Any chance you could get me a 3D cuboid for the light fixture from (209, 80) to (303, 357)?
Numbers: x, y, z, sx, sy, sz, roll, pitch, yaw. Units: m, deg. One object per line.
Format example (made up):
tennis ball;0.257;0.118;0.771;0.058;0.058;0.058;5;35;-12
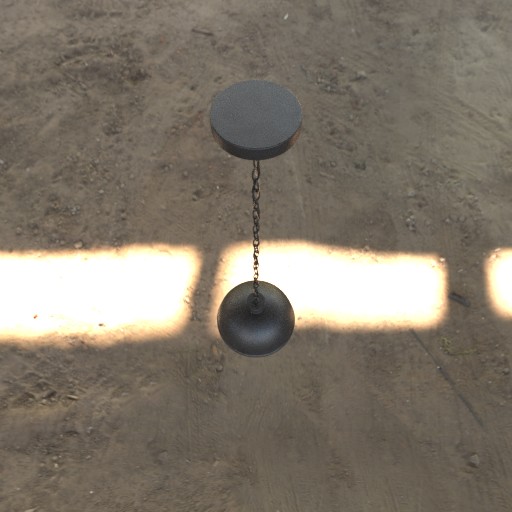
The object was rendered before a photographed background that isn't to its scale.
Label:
light fixture;0.000;0.000;1.246;0.304;1.090;0.304;-31;67;-14
